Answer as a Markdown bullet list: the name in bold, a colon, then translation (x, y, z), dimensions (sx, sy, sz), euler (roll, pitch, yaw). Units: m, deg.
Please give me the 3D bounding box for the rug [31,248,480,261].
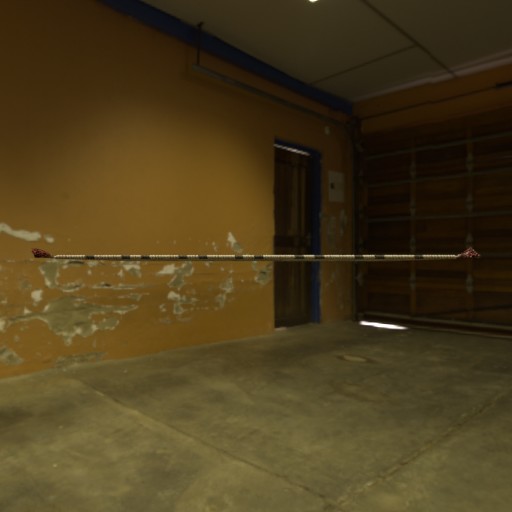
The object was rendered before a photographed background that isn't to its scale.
- **rug**: translation (0.000, 0.000, 3.432), dimensions (2.672, 0.066, 1.741), euler (0, -1, 1)
